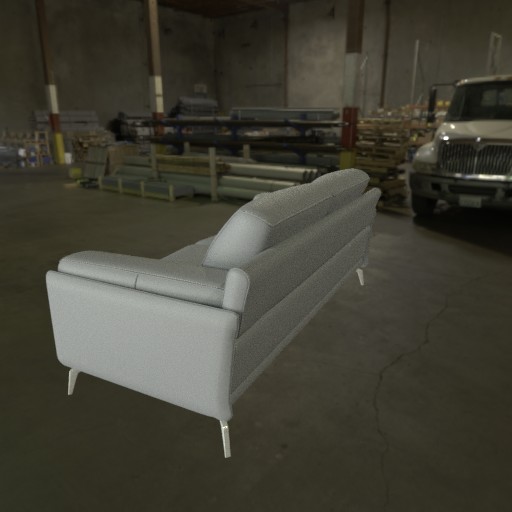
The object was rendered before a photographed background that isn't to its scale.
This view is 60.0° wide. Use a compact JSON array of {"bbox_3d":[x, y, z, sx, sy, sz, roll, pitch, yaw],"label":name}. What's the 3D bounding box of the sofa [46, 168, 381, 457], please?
[{"bbox_3d":[0.000,0.000,2.558,0.969,0.900,2.100,9,19,26],"label":"sofa"}]
